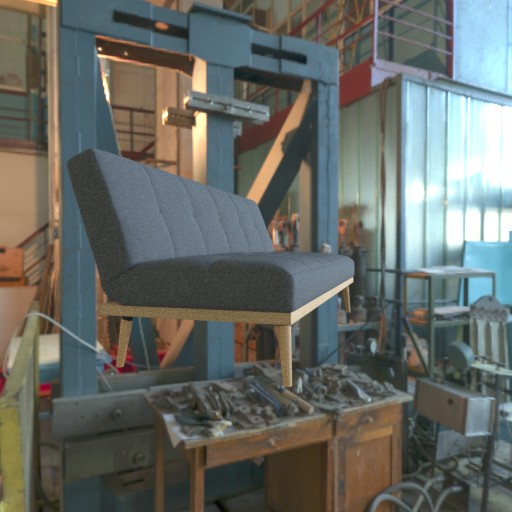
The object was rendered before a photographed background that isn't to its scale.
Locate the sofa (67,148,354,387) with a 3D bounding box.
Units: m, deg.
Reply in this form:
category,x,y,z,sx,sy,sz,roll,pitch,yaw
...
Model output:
category,x,y,z,sx,sy,sz,roll,pitch,yaw
sofa,0.000,0.000,2.257,0.820,0.770,1.820,0,1,18
